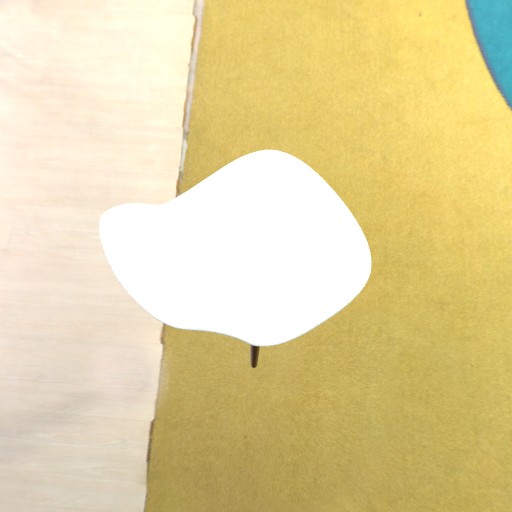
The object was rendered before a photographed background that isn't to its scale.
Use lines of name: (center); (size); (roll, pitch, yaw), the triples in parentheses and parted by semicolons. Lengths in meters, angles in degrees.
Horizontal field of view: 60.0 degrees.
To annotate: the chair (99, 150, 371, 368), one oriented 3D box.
chair: (0.000, 0.000, 1.133); (0.533, 0.826, 0.470); (-34, 77, -9)
